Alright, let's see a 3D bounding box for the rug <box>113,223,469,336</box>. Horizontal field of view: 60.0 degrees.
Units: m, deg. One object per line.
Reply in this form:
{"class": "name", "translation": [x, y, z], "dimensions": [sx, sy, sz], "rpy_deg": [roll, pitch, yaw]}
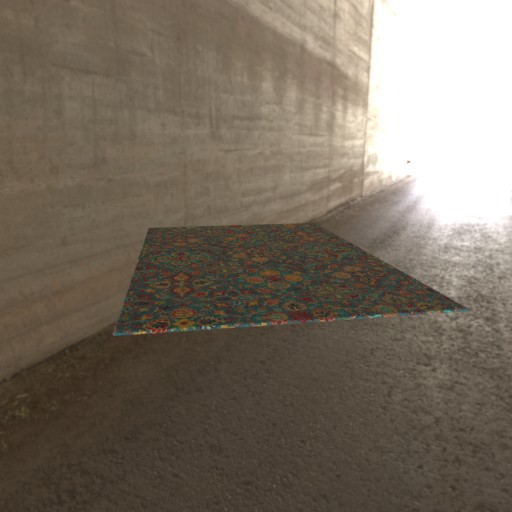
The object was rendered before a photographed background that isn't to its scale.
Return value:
{"class": "rug", "translation": [0.000, 0.000, 2.932], "dimensions": [1.527, 0.016, 2.290], "rpy_deg": [-2, 14, -10]}
